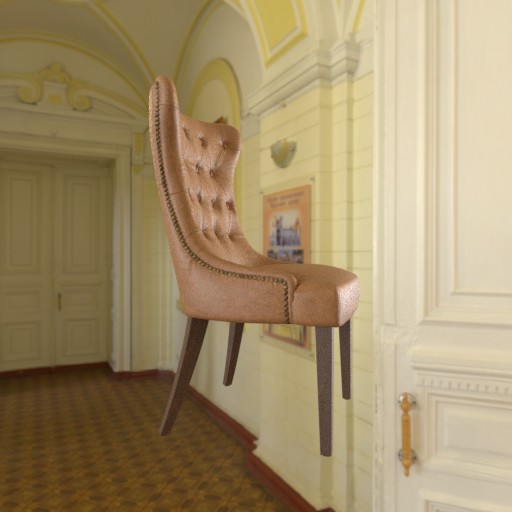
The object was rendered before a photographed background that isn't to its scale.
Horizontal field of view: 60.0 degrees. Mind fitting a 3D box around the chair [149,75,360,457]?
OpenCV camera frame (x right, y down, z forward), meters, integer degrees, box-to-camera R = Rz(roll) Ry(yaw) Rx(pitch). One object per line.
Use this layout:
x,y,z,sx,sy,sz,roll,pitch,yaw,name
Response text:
0.000,0.000,1.500,0.669,1.065,0.611,0,1,18,chair
